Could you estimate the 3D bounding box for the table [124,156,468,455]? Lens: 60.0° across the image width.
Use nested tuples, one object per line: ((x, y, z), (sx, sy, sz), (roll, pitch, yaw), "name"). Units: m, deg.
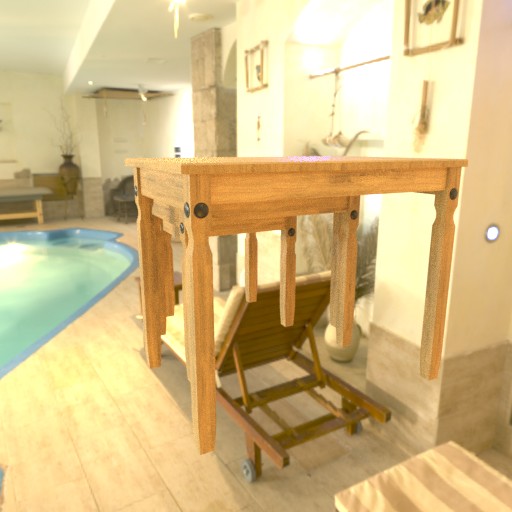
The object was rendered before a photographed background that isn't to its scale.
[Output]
((0.000, 0.000, 1.230), (0.660, 0.535, 0.773), (-7, 15, -26), "table")
